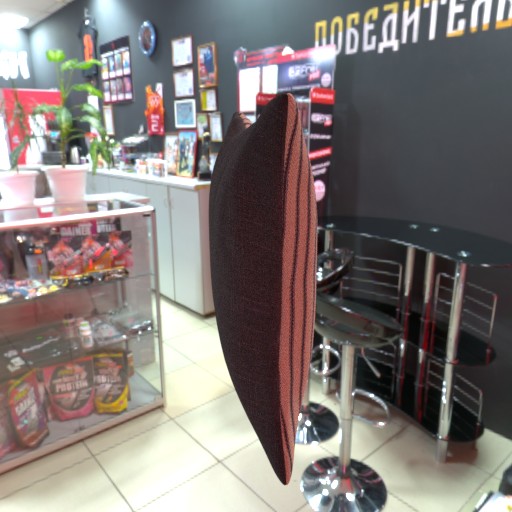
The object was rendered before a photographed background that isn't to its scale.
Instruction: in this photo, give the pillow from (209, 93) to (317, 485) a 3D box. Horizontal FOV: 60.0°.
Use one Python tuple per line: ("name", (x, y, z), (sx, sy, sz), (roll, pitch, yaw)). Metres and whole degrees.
("pillow", (0.000, 0.000, 0.683), (0.138, 0.444, 0.468), (-2, 16, -8))
